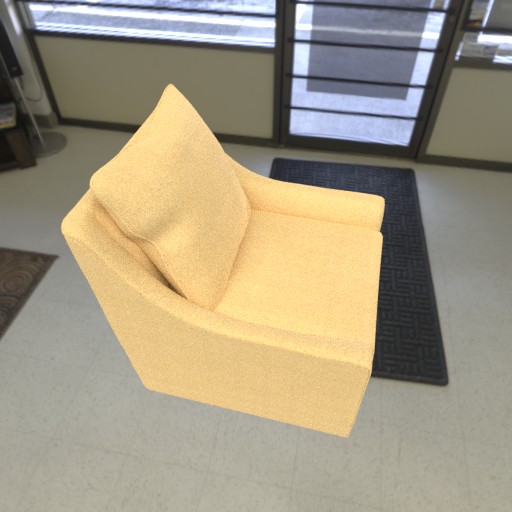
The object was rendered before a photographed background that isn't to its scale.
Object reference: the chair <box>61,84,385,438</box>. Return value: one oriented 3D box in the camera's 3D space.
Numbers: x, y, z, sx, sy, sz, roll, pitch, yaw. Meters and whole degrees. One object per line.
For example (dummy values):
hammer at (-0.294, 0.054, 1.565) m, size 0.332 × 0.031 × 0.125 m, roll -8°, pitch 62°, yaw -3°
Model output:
chair at (0.000, 0.000, 1.557) m, size 0.876 × 0.927 × 0.760 m, roll 10°, pitch 47°, yaw 10°
